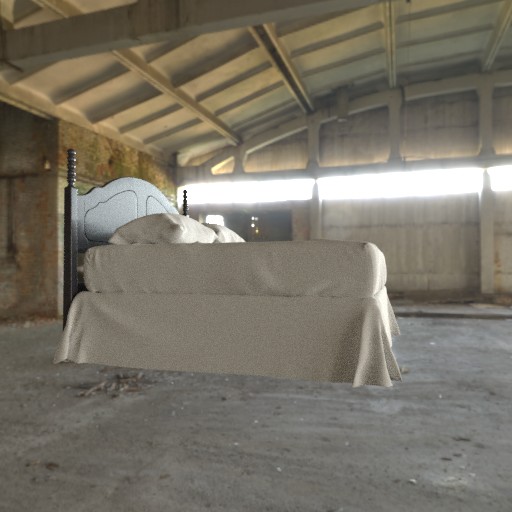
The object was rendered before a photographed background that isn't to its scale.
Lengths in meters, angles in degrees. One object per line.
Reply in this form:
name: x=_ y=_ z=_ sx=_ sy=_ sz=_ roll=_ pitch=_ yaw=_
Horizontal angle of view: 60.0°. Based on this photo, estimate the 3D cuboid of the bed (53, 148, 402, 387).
bed: x=0.000 y=0.000 z=3.288 sx=2.040 sy=1.356 sz=1.873 roll=0 pitch=-1 yaw=18
